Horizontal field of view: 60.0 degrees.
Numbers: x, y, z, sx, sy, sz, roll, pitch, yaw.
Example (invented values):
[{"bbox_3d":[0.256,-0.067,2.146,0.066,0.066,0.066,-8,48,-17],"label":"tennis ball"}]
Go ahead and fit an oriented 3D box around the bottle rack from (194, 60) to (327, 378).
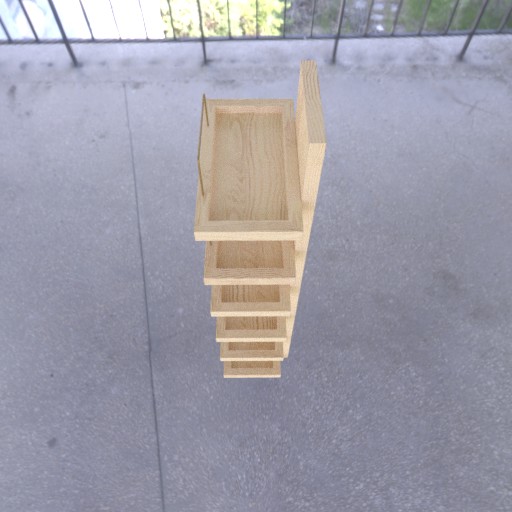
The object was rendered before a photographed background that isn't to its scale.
[{"bbox_3d":[0.000,0.000,1.104,0.206,0.943,0.330,0,58,0],"label":"bottle rack"}]
